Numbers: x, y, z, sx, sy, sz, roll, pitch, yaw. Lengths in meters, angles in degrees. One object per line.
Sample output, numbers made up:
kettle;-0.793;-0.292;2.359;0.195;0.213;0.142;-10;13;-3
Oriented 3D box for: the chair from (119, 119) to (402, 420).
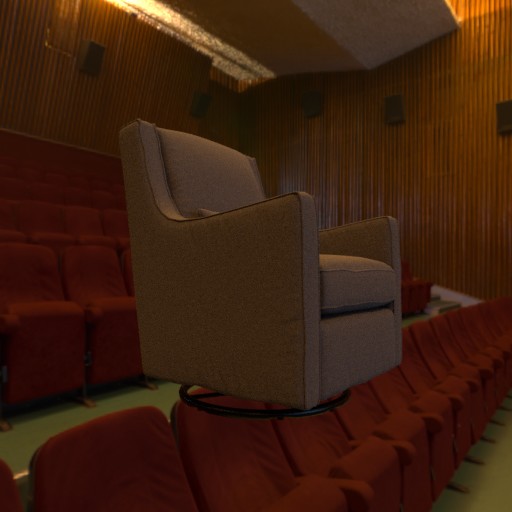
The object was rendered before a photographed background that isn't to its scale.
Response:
chair;0.000;0.000;1.644;0.879;0.993;0.732;-2;-3;37
